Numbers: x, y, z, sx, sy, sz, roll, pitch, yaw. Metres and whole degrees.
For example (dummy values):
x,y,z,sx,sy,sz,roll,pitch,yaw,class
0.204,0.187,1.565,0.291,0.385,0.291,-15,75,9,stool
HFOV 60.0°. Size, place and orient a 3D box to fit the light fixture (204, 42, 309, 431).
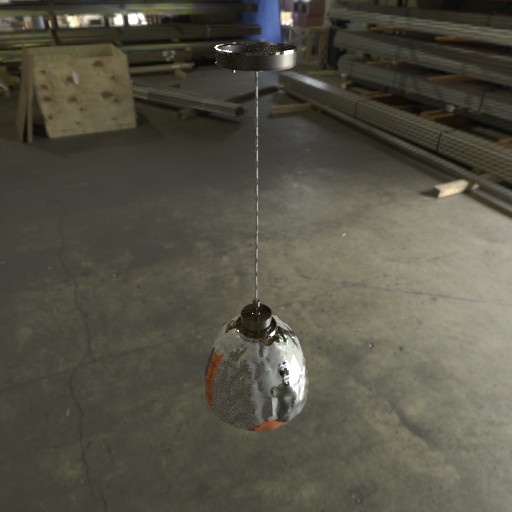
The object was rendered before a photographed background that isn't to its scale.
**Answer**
x,y,z,sx,sy,sz,roll,pitch,yaw,class
0.000,0.000,1.759,0.496,1.511,0.500,-23,39,-32,light fixture
